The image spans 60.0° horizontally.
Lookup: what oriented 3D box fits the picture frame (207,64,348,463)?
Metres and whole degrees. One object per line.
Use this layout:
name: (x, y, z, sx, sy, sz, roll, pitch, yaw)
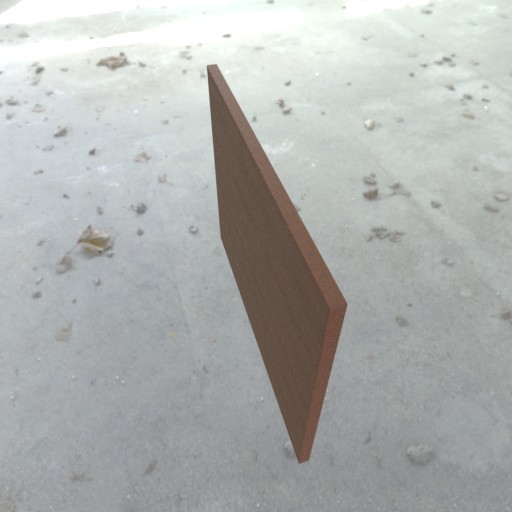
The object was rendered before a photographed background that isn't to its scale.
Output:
picture frame: (0.000, 0.000, 1.813, 0.045, 1.018, 1.329, -12, 48, -11)
